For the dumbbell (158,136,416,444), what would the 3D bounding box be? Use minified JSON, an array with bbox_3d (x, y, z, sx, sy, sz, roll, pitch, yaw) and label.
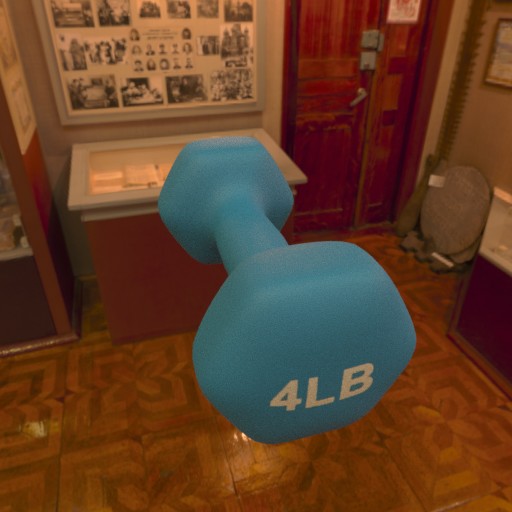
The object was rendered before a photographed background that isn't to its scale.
[{"bbox_3d":[0.000,0.000,0.191,0.074,0.066,0.152,-8,32,-13],"label":"dumbbell"}]
